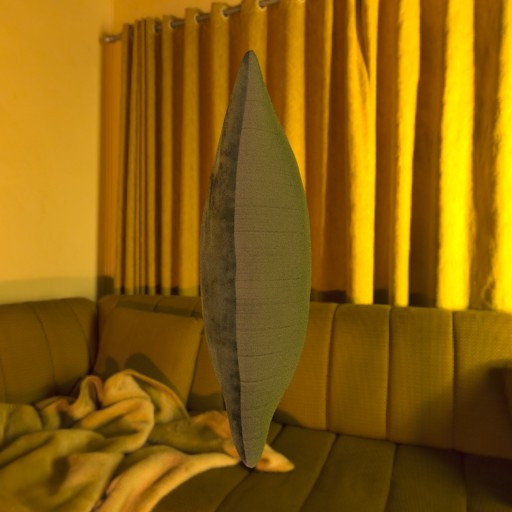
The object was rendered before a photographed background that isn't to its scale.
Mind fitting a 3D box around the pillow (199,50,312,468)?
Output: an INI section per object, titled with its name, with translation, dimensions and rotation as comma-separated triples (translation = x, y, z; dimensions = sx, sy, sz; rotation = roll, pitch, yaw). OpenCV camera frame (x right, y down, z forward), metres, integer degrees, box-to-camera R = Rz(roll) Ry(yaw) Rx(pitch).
[pillow]
translation = 0.000, 0.000, 0.716
dimensions = 0.175, 0.464, 0.470
rotation = 0, 0, 1
